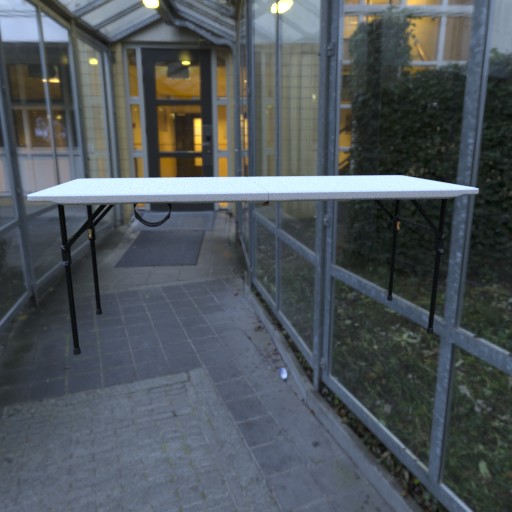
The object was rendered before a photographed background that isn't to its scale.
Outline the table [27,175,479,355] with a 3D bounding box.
[{"bbox_3d":[0.000,0.000,2.201,1.829,0.719,0.761,-2,15,-7],"label":"table"}]
